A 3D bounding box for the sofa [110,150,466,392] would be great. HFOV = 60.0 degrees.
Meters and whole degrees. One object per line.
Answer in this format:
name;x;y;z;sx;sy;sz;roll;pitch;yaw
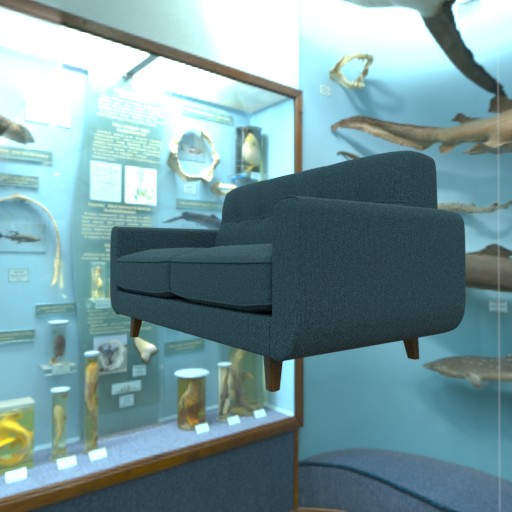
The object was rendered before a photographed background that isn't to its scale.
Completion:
sofa;0.000;0.000;2.199;0.942;0.896;1.651;0;0;-36
